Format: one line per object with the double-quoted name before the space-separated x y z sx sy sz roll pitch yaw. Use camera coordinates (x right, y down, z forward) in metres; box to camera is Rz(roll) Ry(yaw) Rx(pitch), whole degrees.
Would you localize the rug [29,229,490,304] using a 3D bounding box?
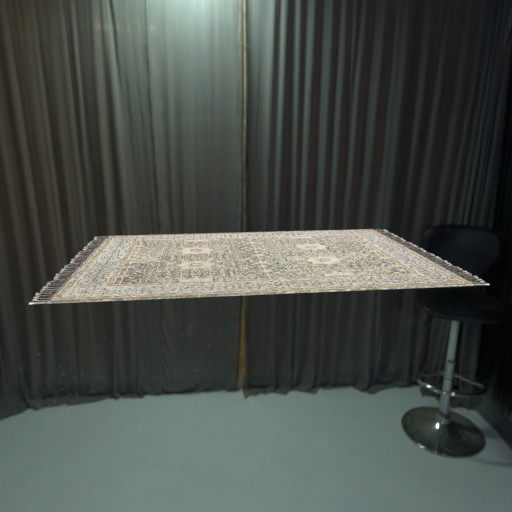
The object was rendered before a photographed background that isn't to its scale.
"rug" 0.000 0.000 2.502 2.029 0.010 1.237 -2 15 -7
